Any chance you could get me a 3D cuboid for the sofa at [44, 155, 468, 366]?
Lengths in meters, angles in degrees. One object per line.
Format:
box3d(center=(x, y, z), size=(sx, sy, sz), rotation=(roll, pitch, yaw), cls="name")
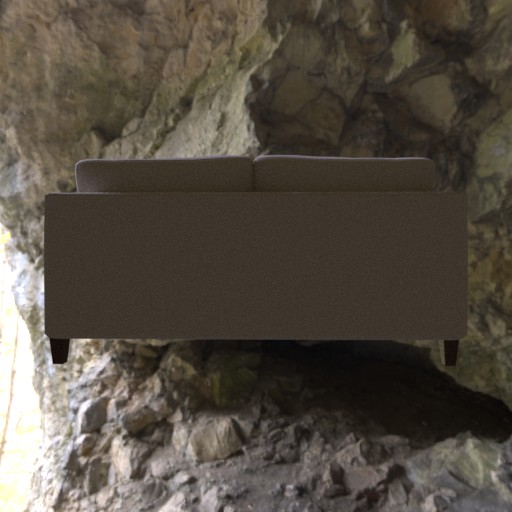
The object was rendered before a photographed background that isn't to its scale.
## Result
box3d(center=(0.000, 0.000, 2.193), size=(1.722, 0.888, 0.873), rotation=(0, 0, 1), cls="sofa")
